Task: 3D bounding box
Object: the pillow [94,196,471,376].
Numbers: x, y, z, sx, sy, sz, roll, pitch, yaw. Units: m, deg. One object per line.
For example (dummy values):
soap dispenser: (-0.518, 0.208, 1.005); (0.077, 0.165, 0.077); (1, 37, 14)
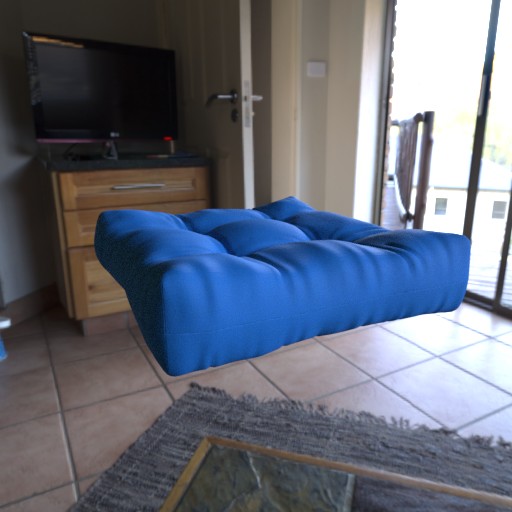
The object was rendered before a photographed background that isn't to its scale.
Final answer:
pillow: (0.000, 0.000, 0.741); (0.468, 0.128, 0.490); (-7, 17, -26)
